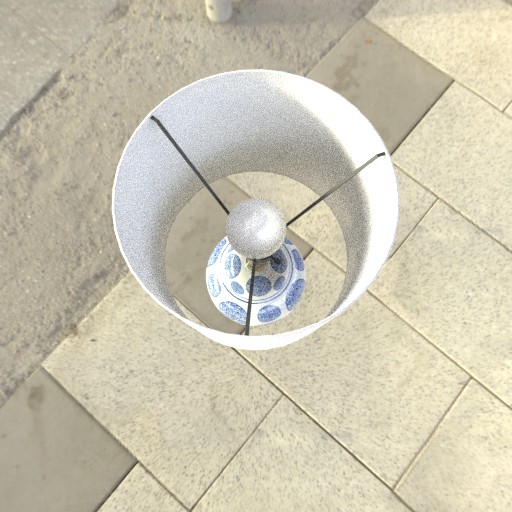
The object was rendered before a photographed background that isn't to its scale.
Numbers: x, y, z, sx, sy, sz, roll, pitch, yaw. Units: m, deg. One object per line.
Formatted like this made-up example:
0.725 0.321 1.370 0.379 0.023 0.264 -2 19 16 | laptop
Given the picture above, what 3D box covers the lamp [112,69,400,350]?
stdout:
0.000 0.000 0.516 0.215 0.381 0.215 37 79 9 | lamp
